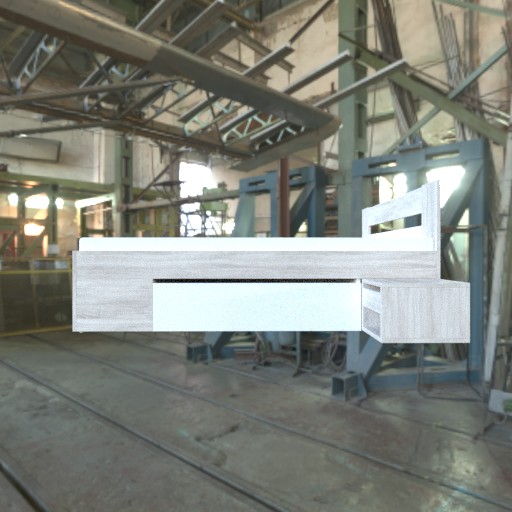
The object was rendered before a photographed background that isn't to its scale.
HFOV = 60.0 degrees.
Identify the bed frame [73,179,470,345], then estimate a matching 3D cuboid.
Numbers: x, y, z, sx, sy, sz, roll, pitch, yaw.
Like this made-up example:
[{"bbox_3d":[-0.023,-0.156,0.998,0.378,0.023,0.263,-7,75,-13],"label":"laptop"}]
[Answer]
[{"bbox_3d":[0.000,0.000,3.109,2.050,0.860,2.040,0,0,-1],"label":"bed frame"}]
